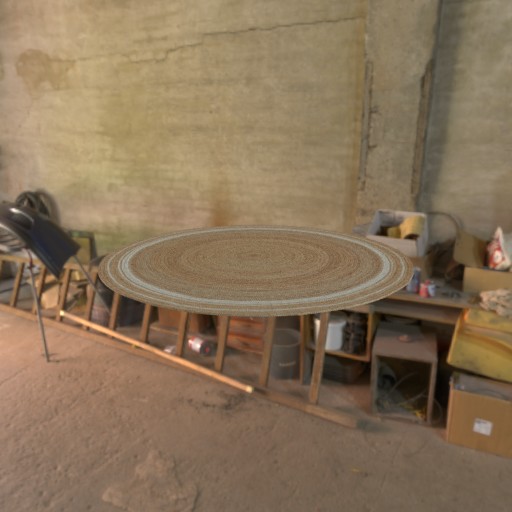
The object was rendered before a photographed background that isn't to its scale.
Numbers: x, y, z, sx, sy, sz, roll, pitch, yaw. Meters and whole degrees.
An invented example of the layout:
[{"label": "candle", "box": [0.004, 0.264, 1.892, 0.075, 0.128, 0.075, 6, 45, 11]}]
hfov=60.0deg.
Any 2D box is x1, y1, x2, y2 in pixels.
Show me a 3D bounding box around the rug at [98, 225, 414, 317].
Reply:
[{"label": "rug", "box": [0.000, 0.000, 3.626, 2.444, 0.015, 2.444, 0, 16, 0]}]
